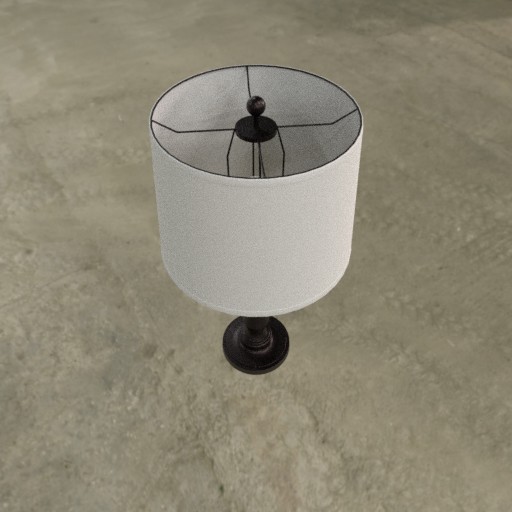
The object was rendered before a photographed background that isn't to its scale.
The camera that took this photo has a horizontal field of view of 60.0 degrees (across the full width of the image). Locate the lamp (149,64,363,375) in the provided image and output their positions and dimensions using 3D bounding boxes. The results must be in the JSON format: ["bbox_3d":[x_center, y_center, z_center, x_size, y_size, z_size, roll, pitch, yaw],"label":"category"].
[{"bbox_3d":[0.000,0.000,0.945,0.383,0.726,0.383,0,48,0],"label":"lamp"}]
